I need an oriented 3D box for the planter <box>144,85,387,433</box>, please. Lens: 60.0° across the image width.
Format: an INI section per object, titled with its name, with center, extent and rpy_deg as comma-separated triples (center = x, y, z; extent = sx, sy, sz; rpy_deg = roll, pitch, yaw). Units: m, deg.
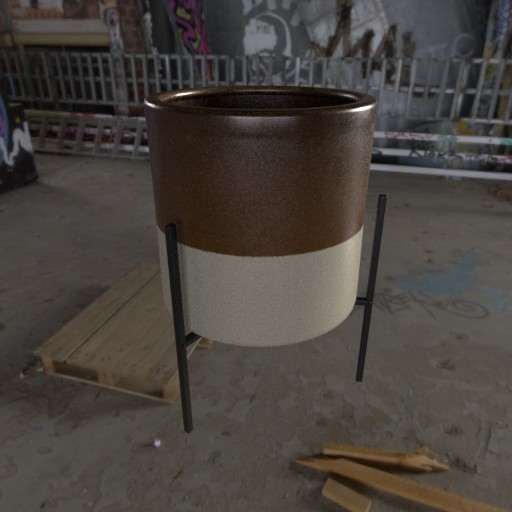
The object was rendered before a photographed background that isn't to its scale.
[planter]
center = 0.000, 0.000, 0.550
extent = 0.255, 0.375, 0.269
rpy_deg = 18, 31, 33
